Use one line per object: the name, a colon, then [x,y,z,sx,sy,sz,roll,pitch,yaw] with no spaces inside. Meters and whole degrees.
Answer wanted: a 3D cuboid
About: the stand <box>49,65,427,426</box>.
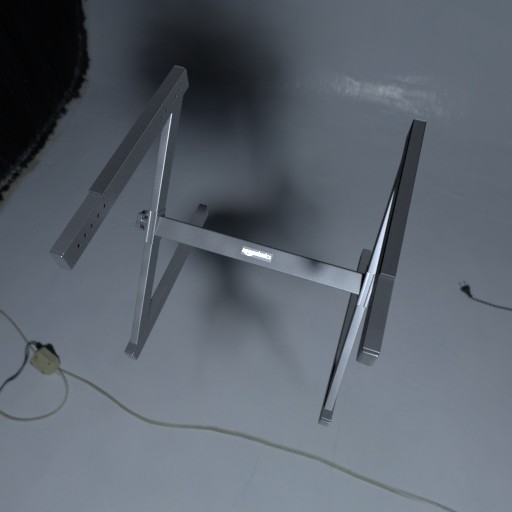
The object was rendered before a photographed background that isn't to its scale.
stand: [0.000,0.000,1.177,0.700,0.617,0.586,16,60,10]
